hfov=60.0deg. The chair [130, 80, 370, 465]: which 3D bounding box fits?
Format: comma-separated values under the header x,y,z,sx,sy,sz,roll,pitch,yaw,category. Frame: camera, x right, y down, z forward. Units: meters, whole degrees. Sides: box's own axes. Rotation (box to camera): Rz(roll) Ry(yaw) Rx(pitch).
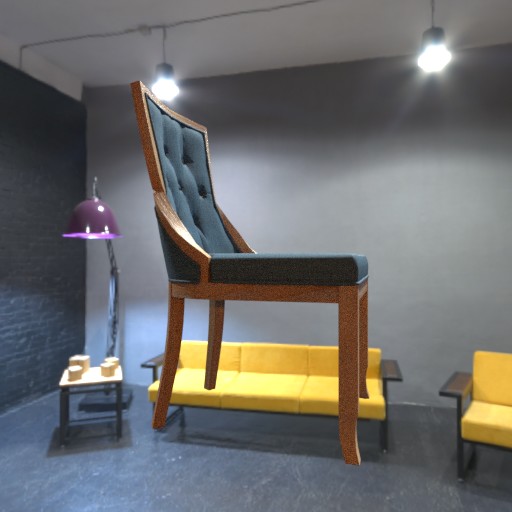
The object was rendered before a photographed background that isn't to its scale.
x,y,z,sx,sy,sz,roll,pitch,yaw,category
0.000,0.000,1.335,0.641,0.947,0.524,0,0,17,chair
